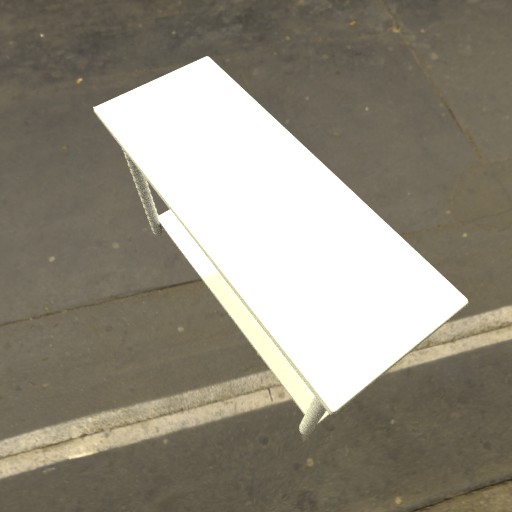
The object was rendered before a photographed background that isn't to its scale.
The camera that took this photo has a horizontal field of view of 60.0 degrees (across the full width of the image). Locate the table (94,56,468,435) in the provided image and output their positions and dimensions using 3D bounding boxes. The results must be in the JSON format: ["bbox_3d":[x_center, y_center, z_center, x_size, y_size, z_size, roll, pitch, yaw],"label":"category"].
[{"bbox_3d":[0.000,0.000,1.586,0.459,0.740,1.184,-32,65,-17],"label":"table"}]
